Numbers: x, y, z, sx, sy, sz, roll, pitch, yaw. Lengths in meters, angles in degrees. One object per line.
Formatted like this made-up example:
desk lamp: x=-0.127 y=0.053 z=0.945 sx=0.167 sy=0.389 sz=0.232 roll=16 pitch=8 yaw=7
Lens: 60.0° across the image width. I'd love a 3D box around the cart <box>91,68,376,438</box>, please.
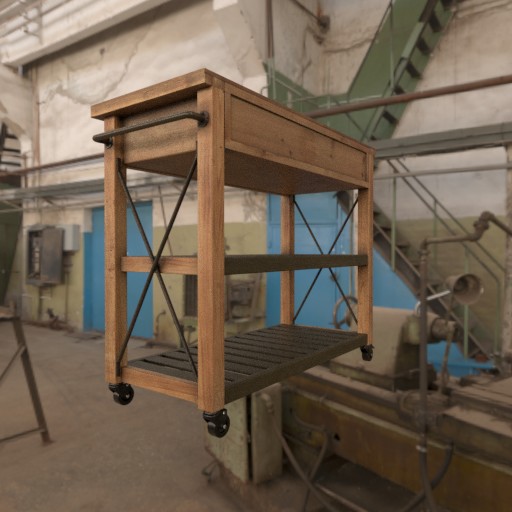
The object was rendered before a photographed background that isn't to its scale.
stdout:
cart: x=0.000 y=0.000 z=0.990 sx=0.298 sy=0.554 sz=0.686 roll=1 pitch=1 yaw=37
